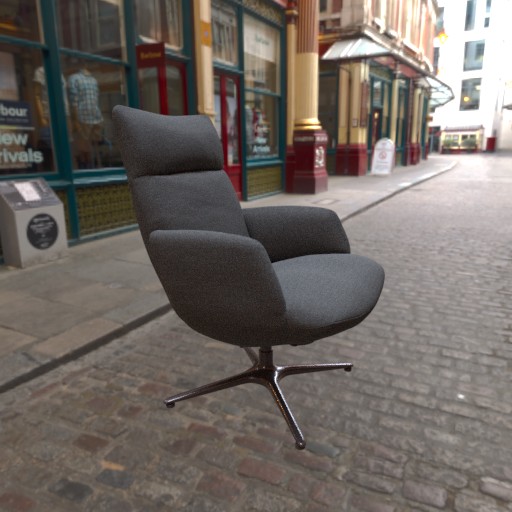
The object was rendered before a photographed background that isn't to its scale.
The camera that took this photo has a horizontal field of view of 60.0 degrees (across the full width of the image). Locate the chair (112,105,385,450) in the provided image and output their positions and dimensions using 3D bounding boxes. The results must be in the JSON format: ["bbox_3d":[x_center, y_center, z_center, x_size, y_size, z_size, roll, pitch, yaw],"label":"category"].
[{"bbox_3d":[0.000,0.000,1.537,0.831,0.984,0.702,7,15,26],"label":"chair"}]
